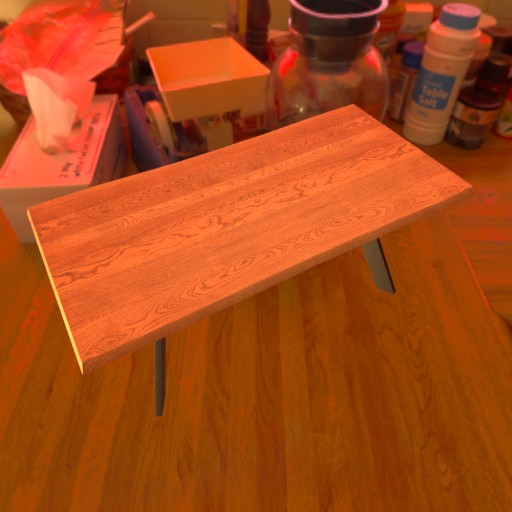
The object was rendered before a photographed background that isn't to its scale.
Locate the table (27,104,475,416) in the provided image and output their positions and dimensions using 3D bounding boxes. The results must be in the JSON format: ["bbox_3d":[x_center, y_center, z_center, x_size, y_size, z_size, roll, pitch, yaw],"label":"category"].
[{"bbox_3d":[0.000,0.000,2.241,1.800,0.770,0.900,-23,51,-20],"label":"table"}]
